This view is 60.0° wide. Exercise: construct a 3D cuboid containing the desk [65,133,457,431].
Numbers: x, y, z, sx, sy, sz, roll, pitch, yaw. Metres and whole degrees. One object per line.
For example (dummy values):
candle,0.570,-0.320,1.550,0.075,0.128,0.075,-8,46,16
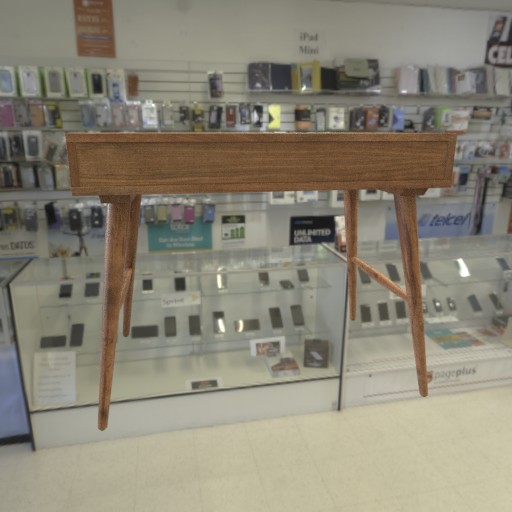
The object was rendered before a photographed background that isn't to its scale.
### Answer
desk,0.000,0.000,1.417,0.949,0.758,0.588,-3,16,-9
